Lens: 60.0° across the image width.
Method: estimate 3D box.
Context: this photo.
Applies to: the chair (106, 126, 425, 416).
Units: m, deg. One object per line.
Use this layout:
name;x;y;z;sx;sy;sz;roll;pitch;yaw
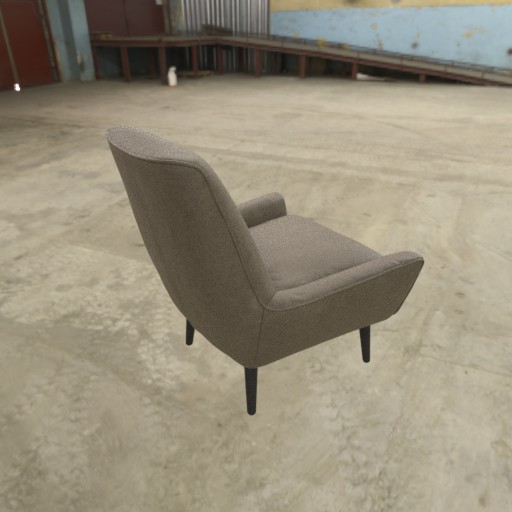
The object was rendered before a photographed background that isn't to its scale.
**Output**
chair;0.000;0.000;1.518;0.824;0.888;0.787;-18;32;-31
